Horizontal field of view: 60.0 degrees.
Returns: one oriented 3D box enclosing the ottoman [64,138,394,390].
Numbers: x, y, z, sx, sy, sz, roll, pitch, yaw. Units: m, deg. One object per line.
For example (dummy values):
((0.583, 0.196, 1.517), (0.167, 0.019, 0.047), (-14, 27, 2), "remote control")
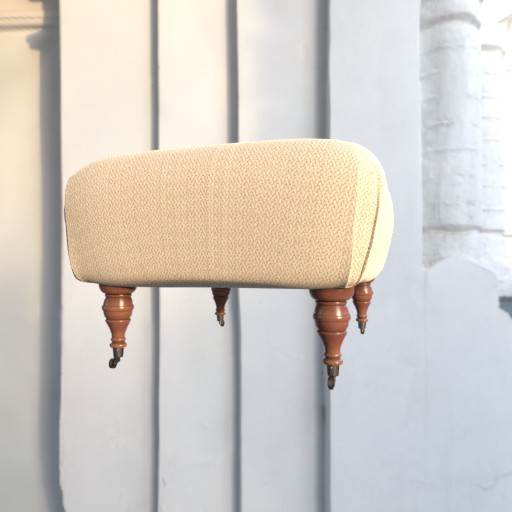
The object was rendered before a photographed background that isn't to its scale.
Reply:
((0.000, 0.000, 1.072), (0.622, 0.447, 0.684), (0, 0, 19), "ottoman")
